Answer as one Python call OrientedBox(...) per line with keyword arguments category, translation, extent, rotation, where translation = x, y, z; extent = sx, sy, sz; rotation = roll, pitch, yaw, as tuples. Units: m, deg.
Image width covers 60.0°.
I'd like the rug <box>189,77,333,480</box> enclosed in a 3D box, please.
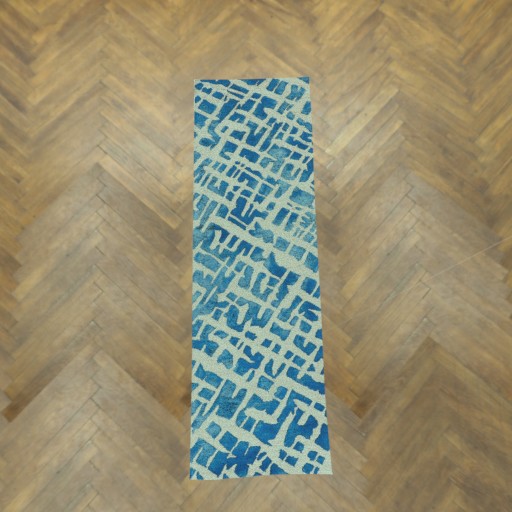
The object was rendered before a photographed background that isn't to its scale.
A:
OrientedBox(category="rug", translation=(0.000, 0.000, 2.662), extent=(0.768, 0.011, 2.446), rotation=(-1, 76, 0))
